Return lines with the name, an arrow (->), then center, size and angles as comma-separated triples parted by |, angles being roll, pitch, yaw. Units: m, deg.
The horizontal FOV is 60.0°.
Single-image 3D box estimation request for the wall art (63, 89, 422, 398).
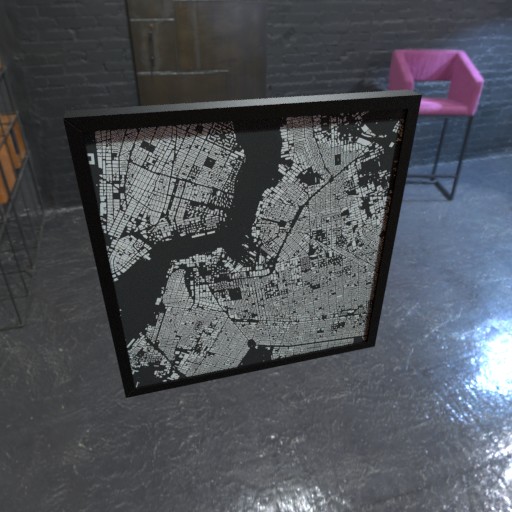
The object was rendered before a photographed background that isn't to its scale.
wall art -> 0.000, 0.000, 0.753 | 0.506, 0.506, 0.038 | -8, 33, -13
